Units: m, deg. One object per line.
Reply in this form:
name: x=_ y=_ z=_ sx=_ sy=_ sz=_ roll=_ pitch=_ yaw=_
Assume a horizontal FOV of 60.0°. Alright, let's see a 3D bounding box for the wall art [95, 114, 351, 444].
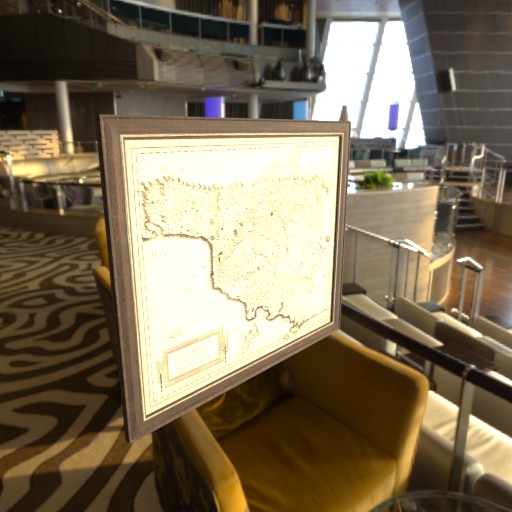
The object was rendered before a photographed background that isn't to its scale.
wall art: x=0.000 y=0.000 z=1.478 sx=0.023 sy=0.875 sz=1.033 roll=15 pitch=22 yaw=42
